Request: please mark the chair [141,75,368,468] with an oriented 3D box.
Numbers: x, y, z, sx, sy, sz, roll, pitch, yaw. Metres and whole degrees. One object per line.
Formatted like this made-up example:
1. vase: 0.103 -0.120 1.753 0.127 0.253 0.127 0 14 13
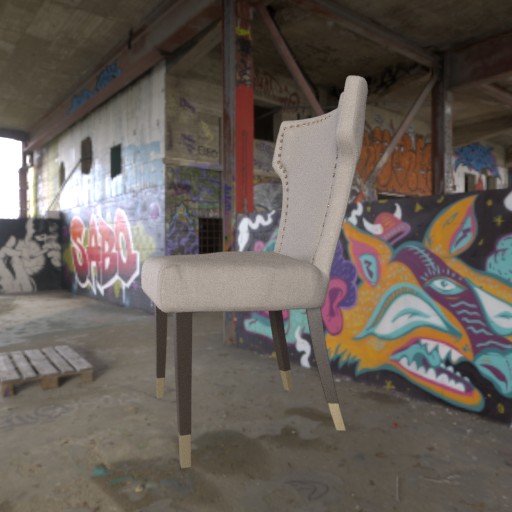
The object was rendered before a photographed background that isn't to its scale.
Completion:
1. chair: 0.000 0.000 1.319 0.630 0.950 0.526 0 1 -19
